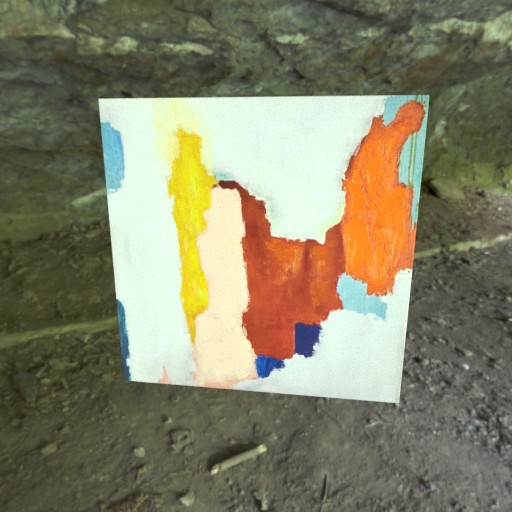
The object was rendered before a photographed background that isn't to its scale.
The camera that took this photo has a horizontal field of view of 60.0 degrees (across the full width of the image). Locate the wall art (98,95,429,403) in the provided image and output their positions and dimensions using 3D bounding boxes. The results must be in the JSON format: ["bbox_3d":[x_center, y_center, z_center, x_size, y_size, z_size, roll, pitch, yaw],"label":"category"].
[{"bbox_3d":[0.000,0.000,1.504,1.017,1.017,0.044,2,16,8],"label":"wall art"}]
